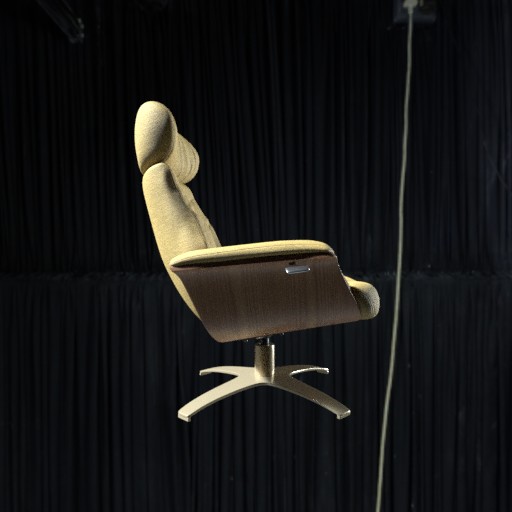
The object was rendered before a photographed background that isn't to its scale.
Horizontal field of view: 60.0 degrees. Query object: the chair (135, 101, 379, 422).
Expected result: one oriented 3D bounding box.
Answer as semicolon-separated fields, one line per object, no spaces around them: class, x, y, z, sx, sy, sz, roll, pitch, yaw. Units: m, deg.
chair;0.000;0.000;1.606;0.837;0.995;0.785;0;1;0
